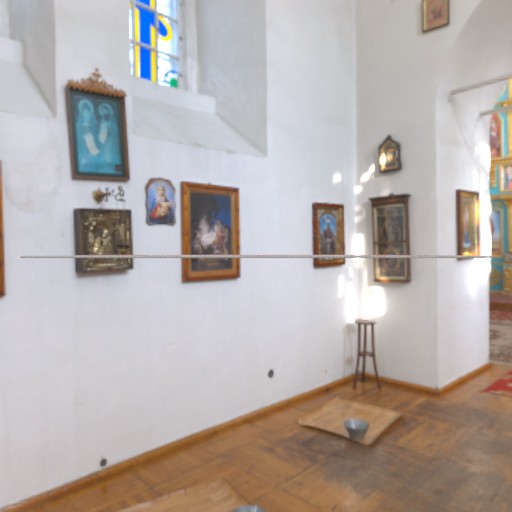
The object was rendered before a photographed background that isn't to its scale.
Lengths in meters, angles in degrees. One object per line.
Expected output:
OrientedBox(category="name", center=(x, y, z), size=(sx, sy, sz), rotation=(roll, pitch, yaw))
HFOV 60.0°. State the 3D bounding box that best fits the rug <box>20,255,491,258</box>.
OrientedBox(category="rug", center=(0.000, 0.000, 2.863), size=(2.232, 0.011, 1.555), rotation=(0, 0, 0))
